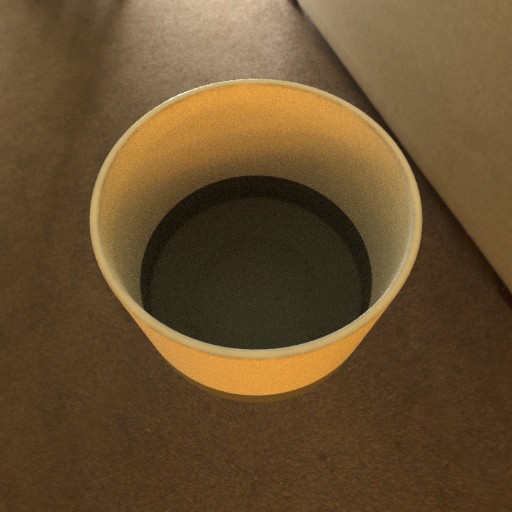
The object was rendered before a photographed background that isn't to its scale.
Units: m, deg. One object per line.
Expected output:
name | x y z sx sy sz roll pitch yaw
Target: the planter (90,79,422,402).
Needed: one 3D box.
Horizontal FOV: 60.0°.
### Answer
planter | 0.000 0.000 0.220 0.128 0.105 0.128 0 63 0
